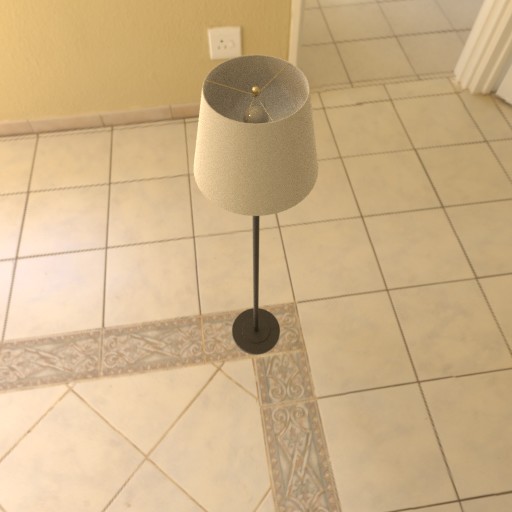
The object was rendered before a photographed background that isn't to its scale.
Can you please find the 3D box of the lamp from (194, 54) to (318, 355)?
[{"bbox_3d":[0.000,0.000,1.645,0.348,1.473,0.348,-15,59,-9],"label":"lamp"}]
